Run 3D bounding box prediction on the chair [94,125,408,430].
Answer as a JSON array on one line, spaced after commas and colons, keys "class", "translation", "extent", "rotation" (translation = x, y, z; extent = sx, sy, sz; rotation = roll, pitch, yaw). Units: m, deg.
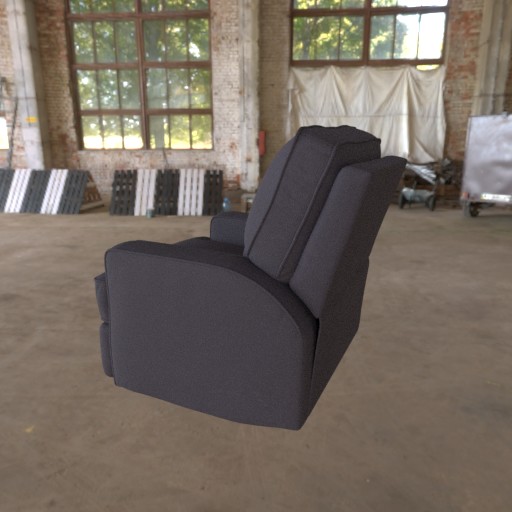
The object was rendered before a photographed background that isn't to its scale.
[{"class": "chair", "translation": [0.000, 0.000, 1.691], "extent": [0.964, 0.962, 0.861], "rotation": [7, 16, 24]}]
